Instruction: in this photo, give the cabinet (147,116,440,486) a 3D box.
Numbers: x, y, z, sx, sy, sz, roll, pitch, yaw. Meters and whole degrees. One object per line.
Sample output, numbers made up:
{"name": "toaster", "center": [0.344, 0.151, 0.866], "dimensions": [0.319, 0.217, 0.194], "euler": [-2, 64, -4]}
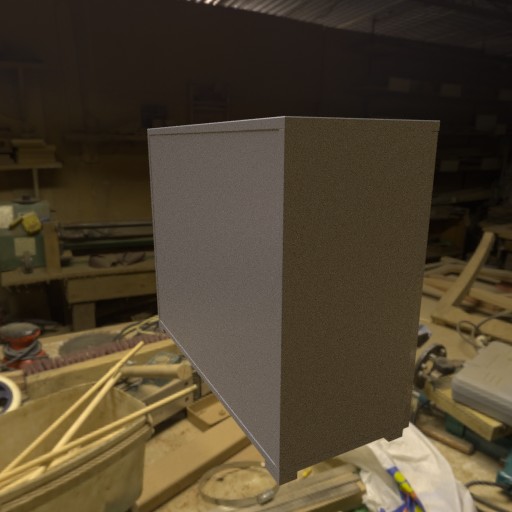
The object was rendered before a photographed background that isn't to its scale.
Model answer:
{"name": "cabinet", "center": [0.000, 0.000, 1.421], "dimensions": [0.400, 0.800, 1.000], "euler": [-7, 16, -26]}
